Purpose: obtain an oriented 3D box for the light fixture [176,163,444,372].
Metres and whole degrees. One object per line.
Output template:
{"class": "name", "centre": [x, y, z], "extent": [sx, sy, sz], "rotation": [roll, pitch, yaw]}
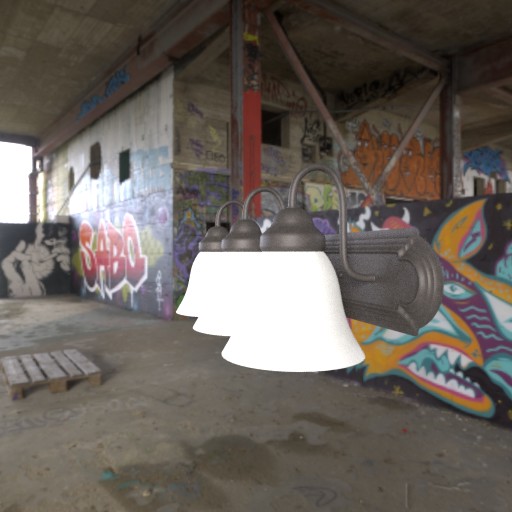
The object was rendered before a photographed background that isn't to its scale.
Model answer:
{"class": "light fixture", "centre": [0.000, 0.000, 0.703], "extent": [0.199, 0.222, 0.610], "rotation": [0, 0, -18]}
